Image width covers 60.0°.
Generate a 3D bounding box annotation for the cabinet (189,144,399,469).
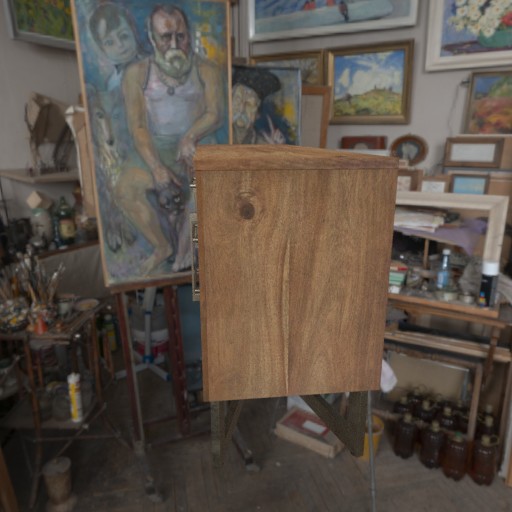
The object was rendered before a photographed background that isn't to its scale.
[{"bbox_3d":[0.000,0.000,1.723,0.480,0.812,1.373,-2,15,-7],"label":"cabinet"}]
